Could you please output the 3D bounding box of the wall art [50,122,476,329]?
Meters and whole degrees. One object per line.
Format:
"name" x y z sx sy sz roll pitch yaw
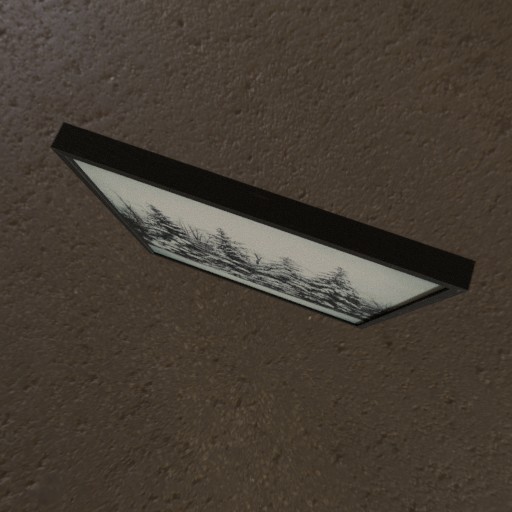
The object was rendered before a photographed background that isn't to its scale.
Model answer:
"wall art" 0.000 0.000 0.752 0.506 0.506 0.036 19 77 5
